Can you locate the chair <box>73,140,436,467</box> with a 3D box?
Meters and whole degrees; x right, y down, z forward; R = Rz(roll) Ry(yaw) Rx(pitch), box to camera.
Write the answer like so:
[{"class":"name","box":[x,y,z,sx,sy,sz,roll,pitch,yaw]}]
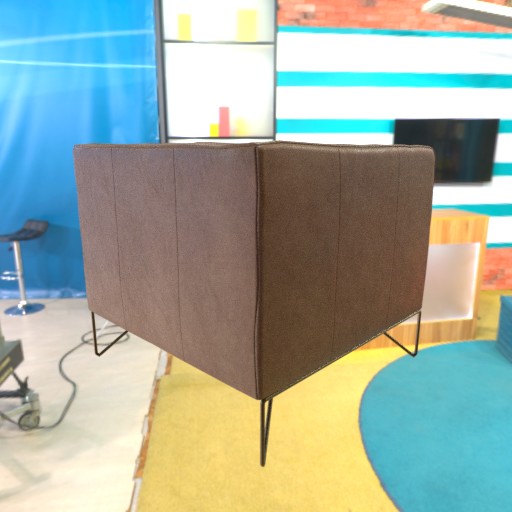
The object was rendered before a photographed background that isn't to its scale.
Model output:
[{"class":"chair","box":[0.000,0.000,1.613,0.920,0.797,0.912,13,19,43]}]
